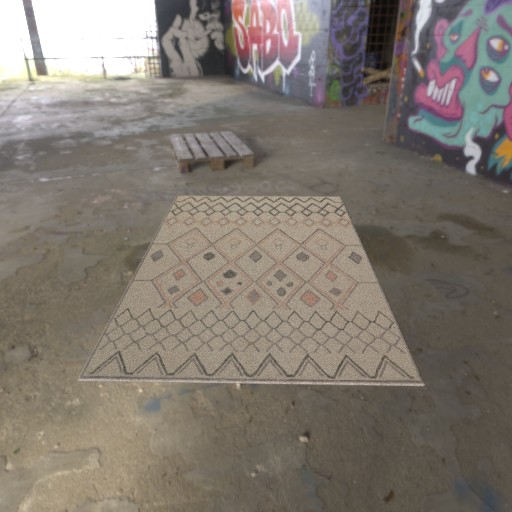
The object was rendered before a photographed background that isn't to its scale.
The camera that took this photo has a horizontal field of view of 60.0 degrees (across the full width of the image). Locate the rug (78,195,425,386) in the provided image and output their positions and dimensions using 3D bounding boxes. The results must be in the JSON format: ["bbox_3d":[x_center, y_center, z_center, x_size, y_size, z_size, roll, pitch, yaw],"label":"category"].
[{"bbox_3d":[0.000,0.000,3.025,1.524,0.015,2.438,1,27,1],"label":"rug"}]
